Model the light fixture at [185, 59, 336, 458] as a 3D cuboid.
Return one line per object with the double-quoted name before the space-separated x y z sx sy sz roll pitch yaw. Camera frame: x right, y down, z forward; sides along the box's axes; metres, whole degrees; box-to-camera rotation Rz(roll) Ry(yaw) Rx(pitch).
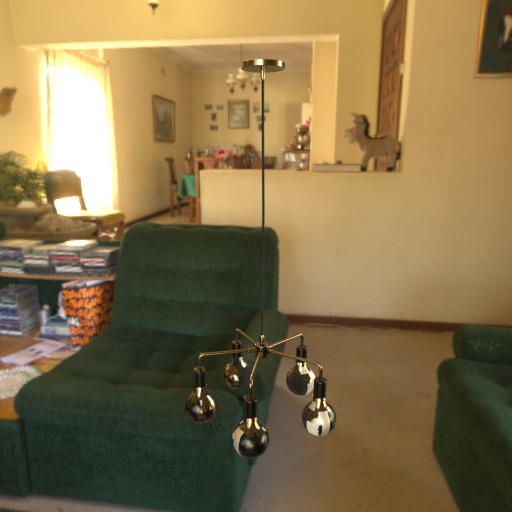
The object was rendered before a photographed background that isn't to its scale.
"light fixture" 0.000 0.000 1.219 0.421 0.988 0.438 -2 13 -8
